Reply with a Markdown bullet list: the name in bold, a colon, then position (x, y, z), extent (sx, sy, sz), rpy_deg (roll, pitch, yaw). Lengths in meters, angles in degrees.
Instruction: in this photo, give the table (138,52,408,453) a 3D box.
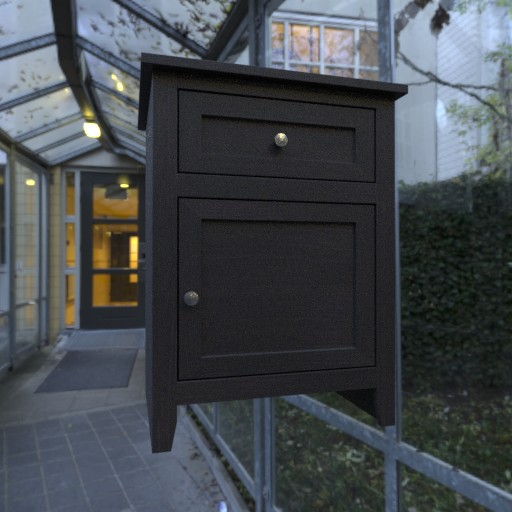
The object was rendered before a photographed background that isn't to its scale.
- **table**: position (0.000, 0.000, 0.939), extent (0.480, 0.635, 0.381), rpy_deg (0, 0, -16)
